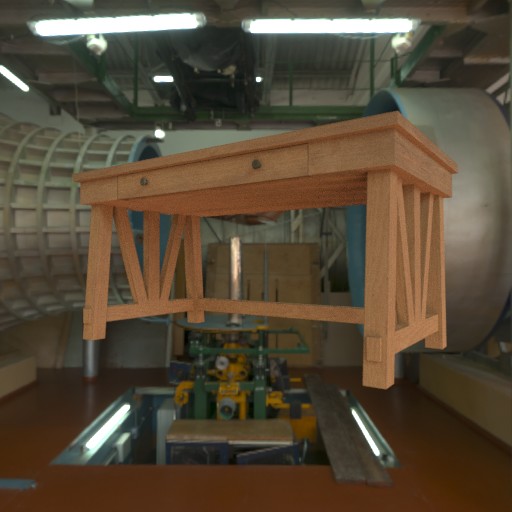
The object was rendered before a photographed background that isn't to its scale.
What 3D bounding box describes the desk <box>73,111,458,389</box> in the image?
[{"bbox_3d":[0.000,0.000,1.950,1.499,0.762,0.813,-1,-1,35],"label":"desk"}]
